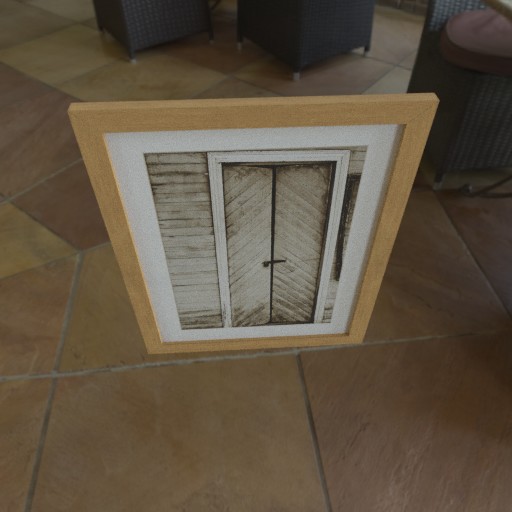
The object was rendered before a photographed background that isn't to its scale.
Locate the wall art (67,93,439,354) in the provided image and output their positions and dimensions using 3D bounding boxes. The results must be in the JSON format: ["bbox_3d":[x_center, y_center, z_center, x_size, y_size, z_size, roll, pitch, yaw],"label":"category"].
[{"bbox_3d":[0.000,0.000,0.757,0.460,0.561,0.020,-2,47,-2],"label":"wall art"}]
